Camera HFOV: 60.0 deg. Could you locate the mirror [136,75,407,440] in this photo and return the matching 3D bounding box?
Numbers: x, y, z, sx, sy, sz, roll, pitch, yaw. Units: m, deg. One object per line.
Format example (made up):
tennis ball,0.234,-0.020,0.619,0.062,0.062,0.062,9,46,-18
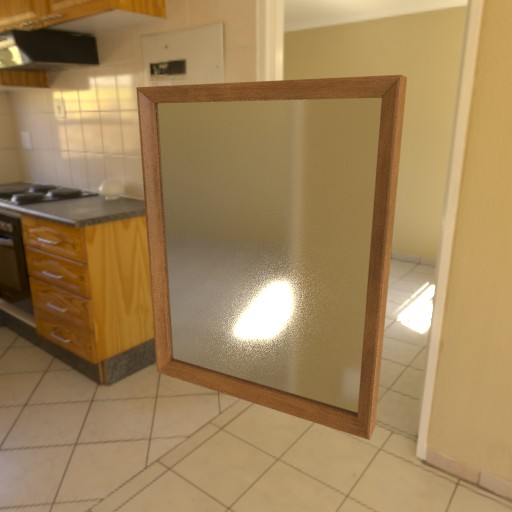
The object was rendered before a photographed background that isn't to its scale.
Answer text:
mirror,0.000,0.000,0.697,0.406,0.509,0.041,9,19,27
